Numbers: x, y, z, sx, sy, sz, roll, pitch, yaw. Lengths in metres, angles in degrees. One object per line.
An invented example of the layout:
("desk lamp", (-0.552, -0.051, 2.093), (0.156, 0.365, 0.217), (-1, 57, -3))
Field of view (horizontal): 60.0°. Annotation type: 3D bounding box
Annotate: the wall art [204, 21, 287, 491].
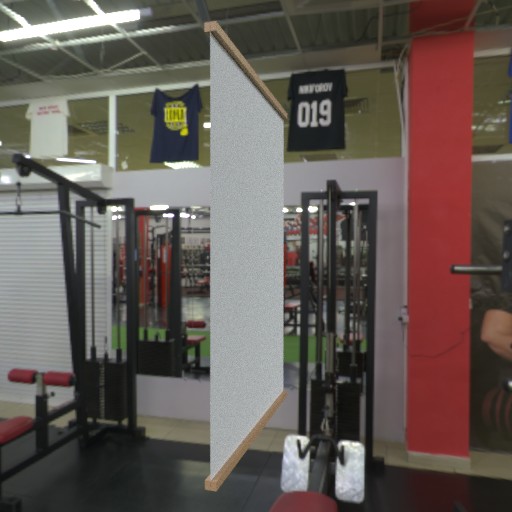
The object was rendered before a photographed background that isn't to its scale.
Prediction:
("wall art", (0.000, 0.000, 0.643), (0.013, 0.510, 0.335), (0, 1, 17))
